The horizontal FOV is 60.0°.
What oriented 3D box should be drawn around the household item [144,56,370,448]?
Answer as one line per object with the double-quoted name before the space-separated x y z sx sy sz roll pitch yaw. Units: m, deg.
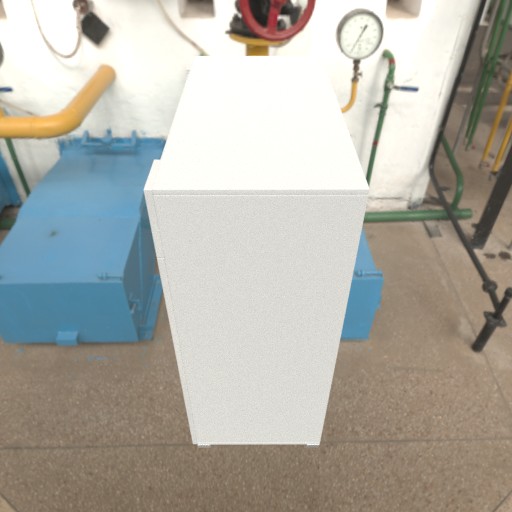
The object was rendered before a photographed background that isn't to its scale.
"household item" 0.000 0.000 1.450 0.420 1.010 0.790 0 41 0
